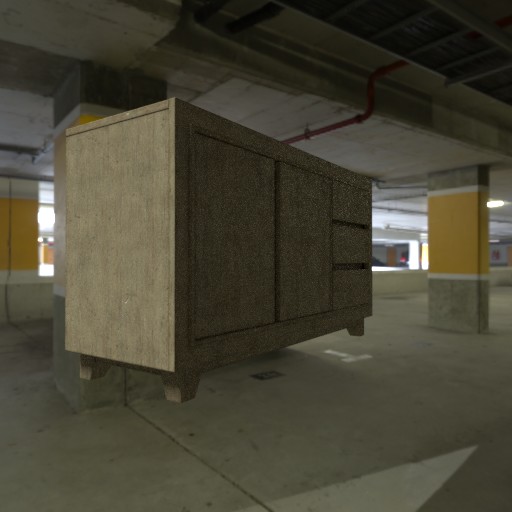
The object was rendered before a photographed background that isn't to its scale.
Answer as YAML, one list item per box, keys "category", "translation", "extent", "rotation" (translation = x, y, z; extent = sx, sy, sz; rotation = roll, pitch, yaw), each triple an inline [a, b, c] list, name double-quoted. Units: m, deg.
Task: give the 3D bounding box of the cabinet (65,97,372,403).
- category: "cabinet"
  translation: [0.000, 0.000, 1.908]
  extent: [0.511, 0.825, 1.460]
  rotation: [0, -1, 35]
